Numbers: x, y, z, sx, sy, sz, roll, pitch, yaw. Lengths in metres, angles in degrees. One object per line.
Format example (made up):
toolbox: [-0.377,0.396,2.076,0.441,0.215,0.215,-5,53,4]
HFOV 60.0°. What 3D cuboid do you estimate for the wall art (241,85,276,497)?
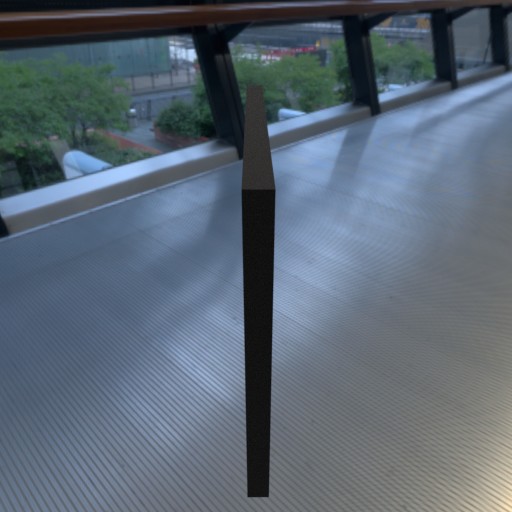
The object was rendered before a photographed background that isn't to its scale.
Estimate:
wall art: [0.000,0.000,0.747,0.031,0.457,0.558,0,30,0]
